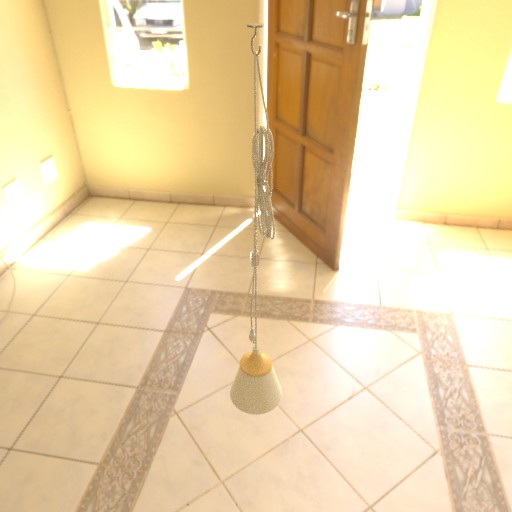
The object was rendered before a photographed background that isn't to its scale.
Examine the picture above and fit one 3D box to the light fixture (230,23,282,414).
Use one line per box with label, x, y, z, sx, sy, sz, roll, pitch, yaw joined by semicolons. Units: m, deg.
light fixture;0.000;0.000;1.038;0.153;0.966;0.153;0;34;0
